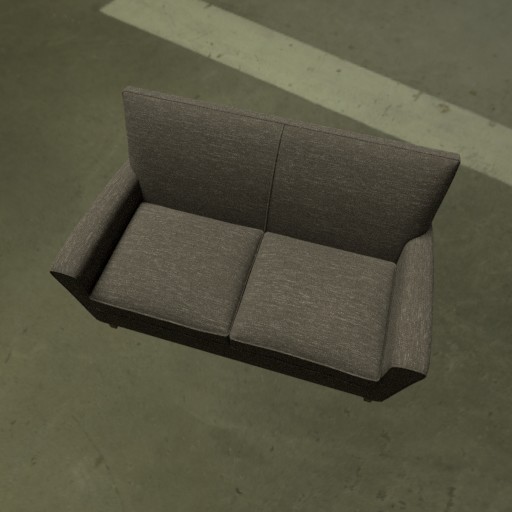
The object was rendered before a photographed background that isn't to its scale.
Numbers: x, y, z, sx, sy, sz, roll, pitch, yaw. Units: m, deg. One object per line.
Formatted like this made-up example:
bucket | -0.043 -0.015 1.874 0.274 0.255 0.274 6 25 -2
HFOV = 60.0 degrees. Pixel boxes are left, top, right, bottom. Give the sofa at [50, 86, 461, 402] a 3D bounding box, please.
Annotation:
sofa | 0.000 0.000 2.016 1.509 0.905 0.867 14 61 8
